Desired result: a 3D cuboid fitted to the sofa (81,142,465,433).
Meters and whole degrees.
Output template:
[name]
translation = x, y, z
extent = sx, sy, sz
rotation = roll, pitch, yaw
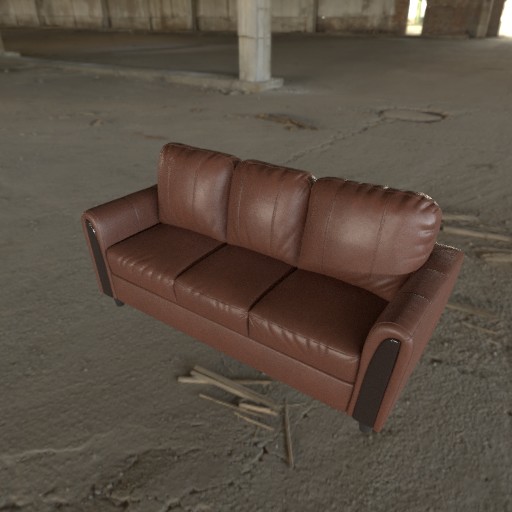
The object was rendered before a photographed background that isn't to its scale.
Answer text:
[sofa]
translation = 0.000, 0.000, 2.323
extent = 1.862, 0.915, 0.802
rotation = 19, 34, 30
